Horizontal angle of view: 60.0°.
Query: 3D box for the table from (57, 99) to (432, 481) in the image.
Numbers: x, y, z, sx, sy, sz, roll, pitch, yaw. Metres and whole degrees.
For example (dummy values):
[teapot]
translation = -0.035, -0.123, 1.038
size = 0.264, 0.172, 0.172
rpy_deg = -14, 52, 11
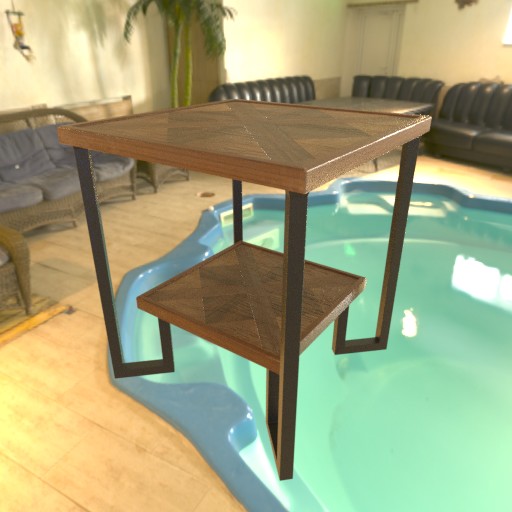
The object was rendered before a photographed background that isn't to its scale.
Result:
[table]
translation = 0.000, 0.000, 0.953
size = 0.503, 0.563, 0.503
rpy_deg = 17, 31, 32
